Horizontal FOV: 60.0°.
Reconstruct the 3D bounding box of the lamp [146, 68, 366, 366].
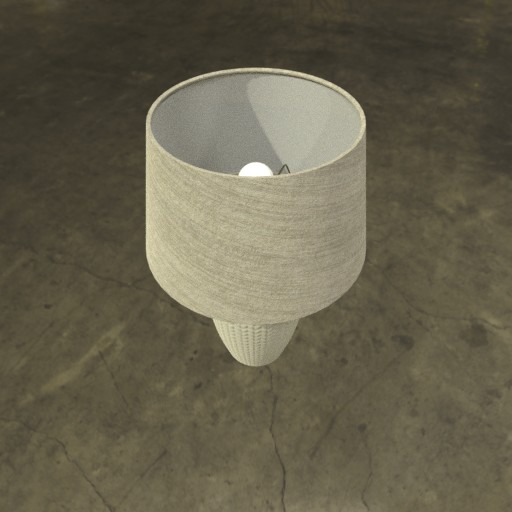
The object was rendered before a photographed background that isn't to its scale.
[{"bbox_3d":[0.000,0.000,0.836,0.390,0.580,0.390,0,46,0],"label":"lamp"}]
